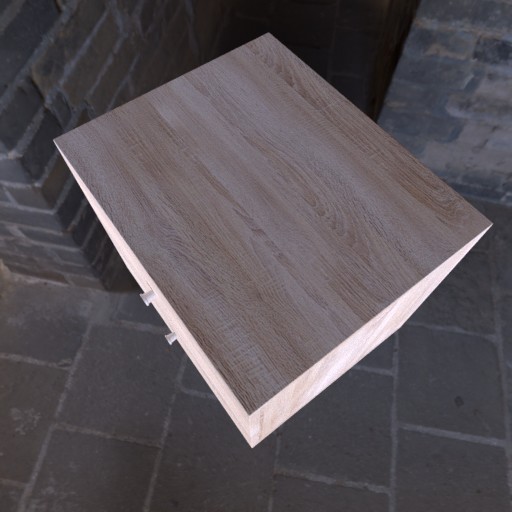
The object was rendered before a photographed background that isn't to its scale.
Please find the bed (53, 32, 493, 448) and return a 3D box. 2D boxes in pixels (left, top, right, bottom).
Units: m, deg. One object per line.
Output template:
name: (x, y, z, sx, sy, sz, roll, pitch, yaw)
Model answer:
bed: (0.000, 0.000, 0.771, 0.401, 0.420, 0.460, -34, 67, -16)
